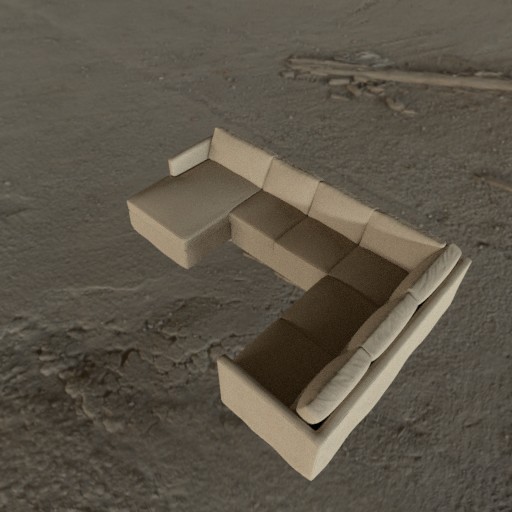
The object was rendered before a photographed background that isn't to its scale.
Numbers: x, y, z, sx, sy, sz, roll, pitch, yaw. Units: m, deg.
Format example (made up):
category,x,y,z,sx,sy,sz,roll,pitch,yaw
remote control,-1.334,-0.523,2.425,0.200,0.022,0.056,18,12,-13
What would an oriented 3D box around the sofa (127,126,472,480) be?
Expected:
category,x,y,z,sx,sy,sz,roll,pitch,yaw
sofa,0.000,0.000,4.636,3.528,0.878,2.476,34,55,28
